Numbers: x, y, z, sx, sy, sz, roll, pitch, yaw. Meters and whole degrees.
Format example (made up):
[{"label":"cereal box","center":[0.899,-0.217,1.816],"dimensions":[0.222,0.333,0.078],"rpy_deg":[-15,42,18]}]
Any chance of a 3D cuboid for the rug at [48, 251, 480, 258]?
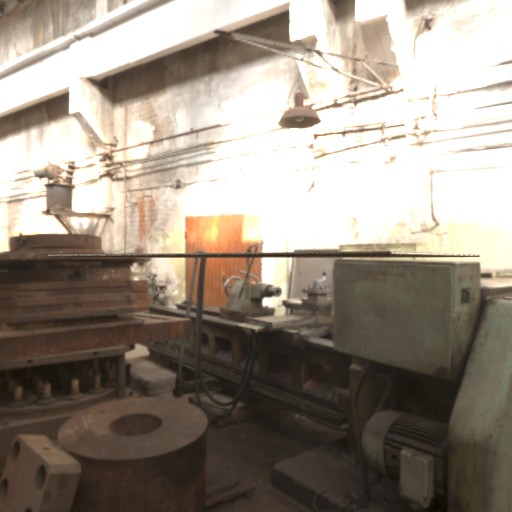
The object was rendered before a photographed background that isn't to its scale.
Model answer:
[{"label":"rug","center":[0.000,0.000,2.126],"dimensions":[1.748,0.014,1.144],"rpy_deg":[0,0,37]}]
